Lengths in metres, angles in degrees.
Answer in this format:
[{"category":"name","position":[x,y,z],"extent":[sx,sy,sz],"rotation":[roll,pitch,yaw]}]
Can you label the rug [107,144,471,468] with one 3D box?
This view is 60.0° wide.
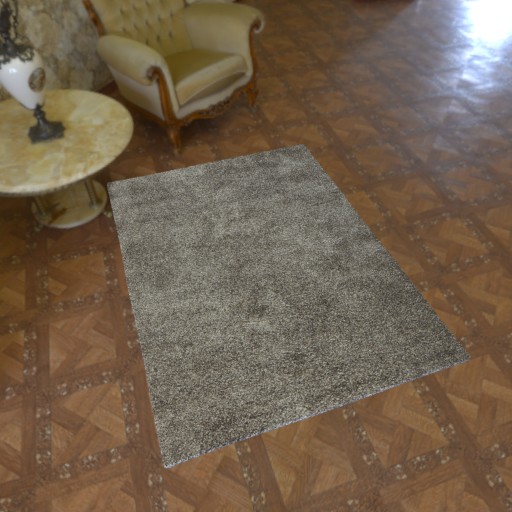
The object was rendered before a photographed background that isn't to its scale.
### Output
[{"category":"rug","position":[0.000,0.000,2.097],"extent":[1.198,0.025,1.601],"rotation":[-14,48,-13]}]
